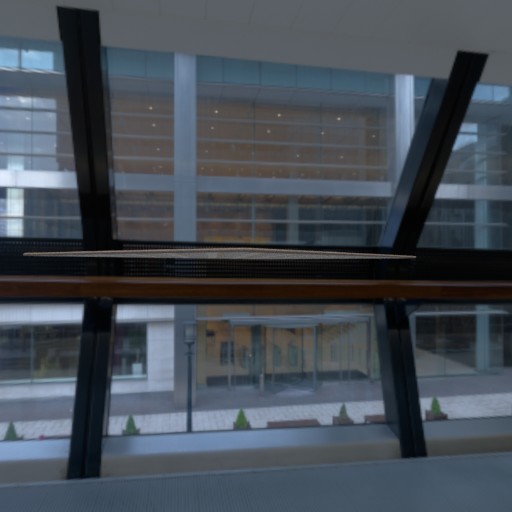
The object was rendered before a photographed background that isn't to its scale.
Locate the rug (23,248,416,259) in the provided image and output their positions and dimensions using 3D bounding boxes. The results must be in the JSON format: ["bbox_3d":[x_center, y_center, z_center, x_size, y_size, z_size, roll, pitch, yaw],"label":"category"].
[{"bbox_3d":[0.000,0.000,2.118,1.066,0.011,1.677,-1,-1,34],"label":"rug"}]
